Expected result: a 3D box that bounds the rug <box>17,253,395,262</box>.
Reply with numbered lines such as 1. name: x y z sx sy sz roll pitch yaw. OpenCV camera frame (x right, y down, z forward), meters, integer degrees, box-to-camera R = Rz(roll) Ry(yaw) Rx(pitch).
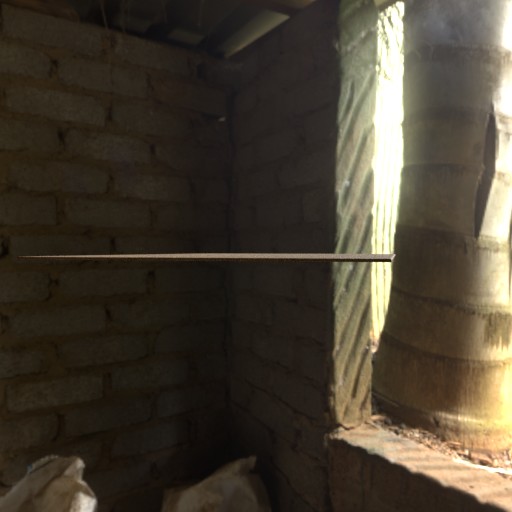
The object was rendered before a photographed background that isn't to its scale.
1. rug: 0.000 0.000 4.063 2.420 0.019 3.039 0 1 18
